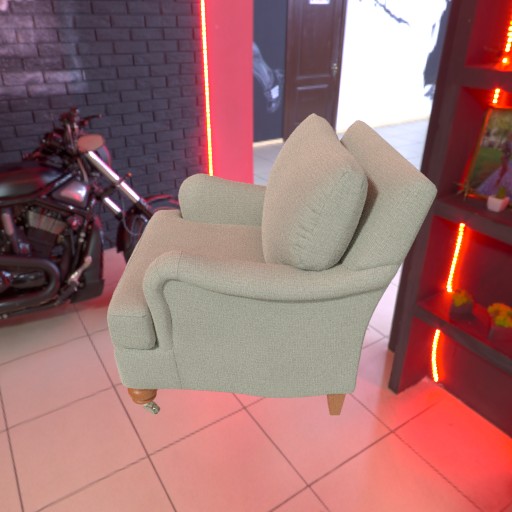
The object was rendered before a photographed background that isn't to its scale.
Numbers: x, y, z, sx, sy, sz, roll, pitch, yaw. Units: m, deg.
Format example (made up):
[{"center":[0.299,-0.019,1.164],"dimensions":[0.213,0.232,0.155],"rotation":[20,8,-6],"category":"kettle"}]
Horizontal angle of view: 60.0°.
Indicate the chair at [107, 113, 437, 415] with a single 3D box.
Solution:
[{"center":[0.000,0.000,1.888],"dimensions":[1.070,1.038,0.955],"rotation":[0,28,-1],"category":"chair"}]
